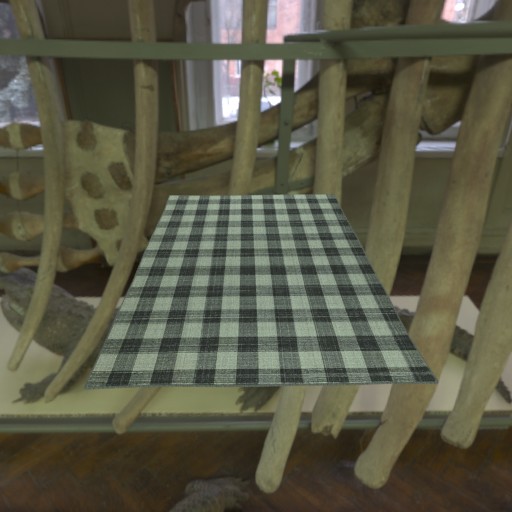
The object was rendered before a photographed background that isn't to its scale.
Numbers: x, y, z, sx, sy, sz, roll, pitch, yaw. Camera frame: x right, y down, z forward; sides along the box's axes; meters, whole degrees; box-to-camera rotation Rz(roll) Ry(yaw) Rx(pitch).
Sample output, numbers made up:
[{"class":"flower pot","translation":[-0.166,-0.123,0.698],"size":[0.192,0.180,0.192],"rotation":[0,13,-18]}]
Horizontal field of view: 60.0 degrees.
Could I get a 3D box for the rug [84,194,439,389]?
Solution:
[{"class":"rug","translation":[0.000,0.000,3.029],"size":[1.554,0.011,2.476],"rotation":[-1,27,-1]}]
